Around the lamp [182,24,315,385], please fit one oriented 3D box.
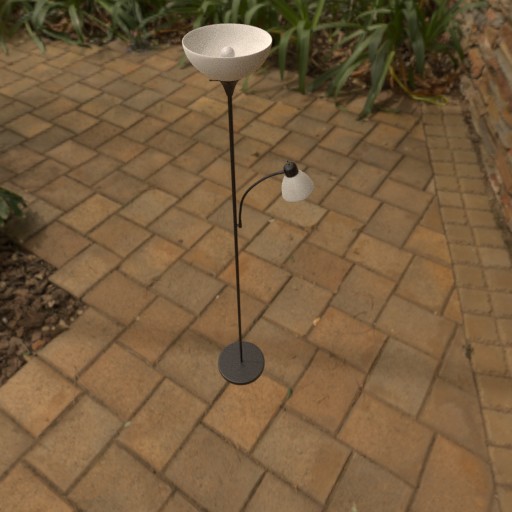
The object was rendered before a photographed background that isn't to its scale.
[{"bbox_3d":[0.000,0.000,1.946,0.442,1.804,0.279,3,45,3],"label":"lamp"}]
